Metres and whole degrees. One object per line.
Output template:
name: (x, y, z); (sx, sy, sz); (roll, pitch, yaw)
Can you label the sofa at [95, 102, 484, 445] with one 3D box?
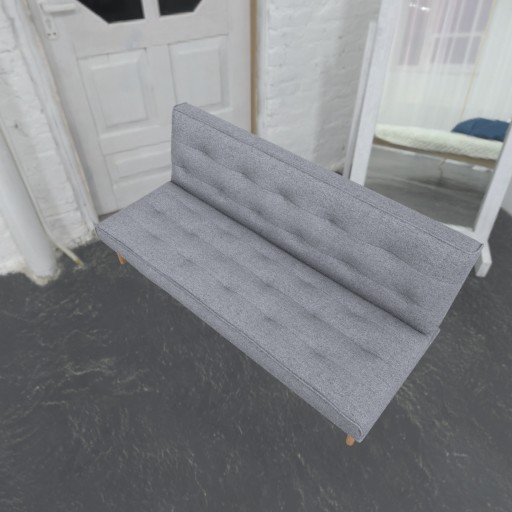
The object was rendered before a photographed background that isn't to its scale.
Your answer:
sofa: (0.000, 0.000, 2.303); (1.820, 0.830, 0.810); (33, 55, 27)
